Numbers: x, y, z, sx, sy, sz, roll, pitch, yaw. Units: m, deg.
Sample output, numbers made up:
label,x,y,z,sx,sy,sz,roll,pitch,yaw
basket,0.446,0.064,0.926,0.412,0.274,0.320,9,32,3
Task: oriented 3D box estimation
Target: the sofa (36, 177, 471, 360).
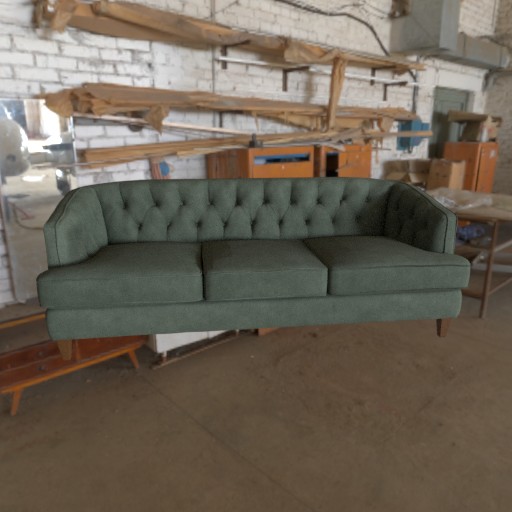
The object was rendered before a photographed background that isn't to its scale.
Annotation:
label,x,y,z,sx,sy,sz,roll,pitch,yaw
sofa,0.000,0.000,2.694,2.278,0.855,0.941,-2,16,-7
